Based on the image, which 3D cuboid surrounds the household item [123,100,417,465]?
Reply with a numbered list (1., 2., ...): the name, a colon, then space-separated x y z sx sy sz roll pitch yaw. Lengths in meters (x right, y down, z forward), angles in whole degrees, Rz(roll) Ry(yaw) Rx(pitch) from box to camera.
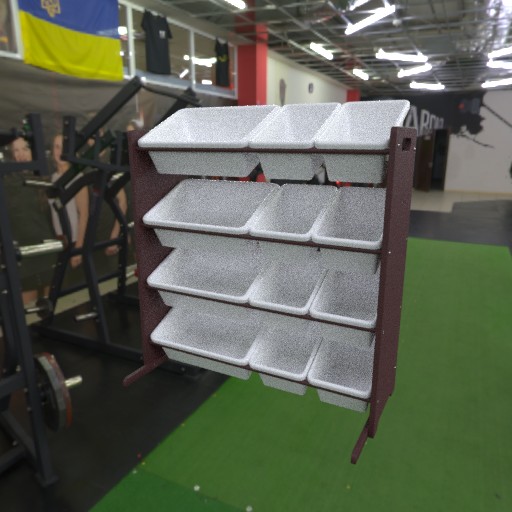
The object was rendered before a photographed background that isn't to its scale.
1. household item: 0.000 0.000 1.301 0.787 0.864 0.389 8 17 27
